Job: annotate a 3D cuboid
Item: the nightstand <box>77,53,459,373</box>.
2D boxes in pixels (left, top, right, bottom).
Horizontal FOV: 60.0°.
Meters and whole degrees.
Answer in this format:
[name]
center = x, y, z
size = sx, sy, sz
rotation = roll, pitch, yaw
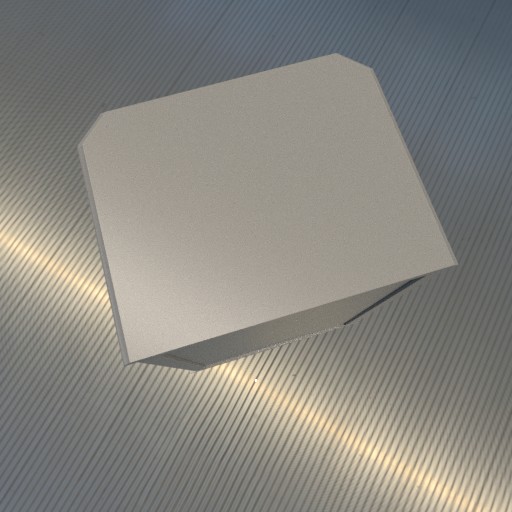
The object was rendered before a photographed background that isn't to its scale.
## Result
[nightstand]
center = 0.000, 0.000, 0.905
size = 0.435, 0.680, 0.348
rotation = -16, 75, -4
